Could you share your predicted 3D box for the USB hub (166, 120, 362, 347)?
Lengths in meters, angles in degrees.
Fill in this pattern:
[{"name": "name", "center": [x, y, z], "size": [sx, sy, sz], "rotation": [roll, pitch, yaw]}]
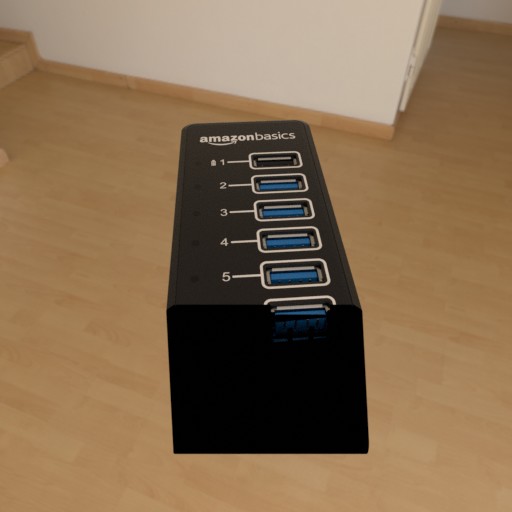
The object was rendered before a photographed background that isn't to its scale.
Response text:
[{"name": "USB hub", "center": [0.000, 0.000, 0.126], "size": [0.044, 0.023, 0.110], "rotation": [-3, 47, -3]}]
